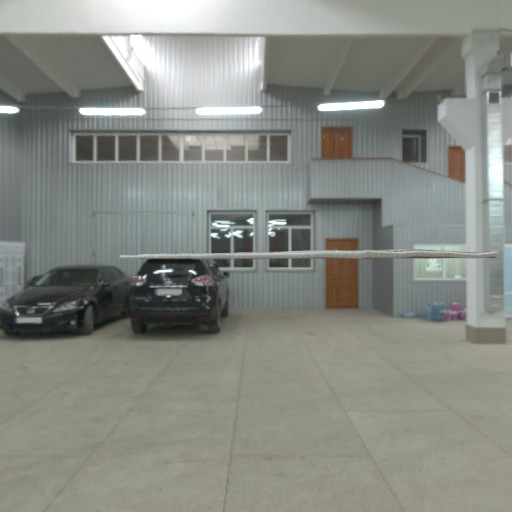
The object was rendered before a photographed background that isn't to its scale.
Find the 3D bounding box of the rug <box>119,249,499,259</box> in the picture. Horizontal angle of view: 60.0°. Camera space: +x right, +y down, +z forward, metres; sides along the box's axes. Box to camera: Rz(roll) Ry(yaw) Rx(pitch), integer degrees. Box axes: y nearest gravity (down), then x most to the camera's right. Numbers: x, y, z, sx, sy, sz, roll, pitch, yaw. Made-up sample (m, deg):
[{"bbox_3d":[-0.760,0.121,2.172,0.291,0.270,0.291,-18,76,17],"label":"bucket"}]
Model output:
[{"bbox_3d":[0.000,0.000,2.598,0.832,0.035,2.381,0,-1,-35],"label":"rug"}]
